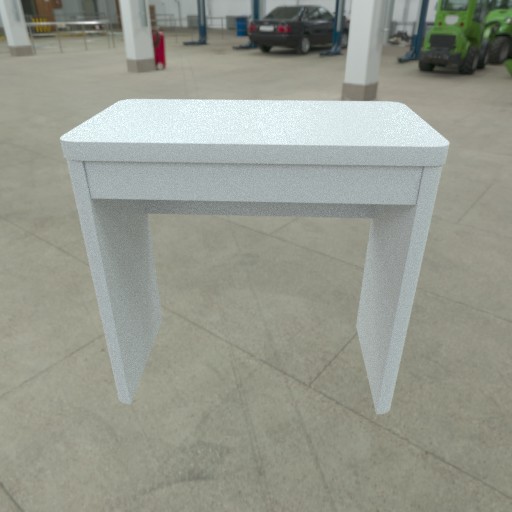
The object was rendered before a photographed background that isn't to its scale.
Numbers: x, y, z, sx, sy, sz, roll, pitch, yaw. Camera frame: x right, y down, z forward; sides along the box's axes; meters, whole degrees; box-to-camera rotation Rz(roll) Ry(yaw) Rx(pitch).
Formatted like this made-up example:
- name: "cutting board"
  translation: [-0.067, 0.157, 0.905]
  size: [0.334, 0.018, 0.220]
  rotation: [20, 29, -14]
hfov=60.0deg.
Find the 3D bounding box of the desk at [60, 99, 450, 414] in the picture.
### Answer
- name: "desk"
  translation: [0.000, 0.000, 1.249]
  size: [0.790, 0.760, 0.446]
  rotation: [1, 30, 3]
